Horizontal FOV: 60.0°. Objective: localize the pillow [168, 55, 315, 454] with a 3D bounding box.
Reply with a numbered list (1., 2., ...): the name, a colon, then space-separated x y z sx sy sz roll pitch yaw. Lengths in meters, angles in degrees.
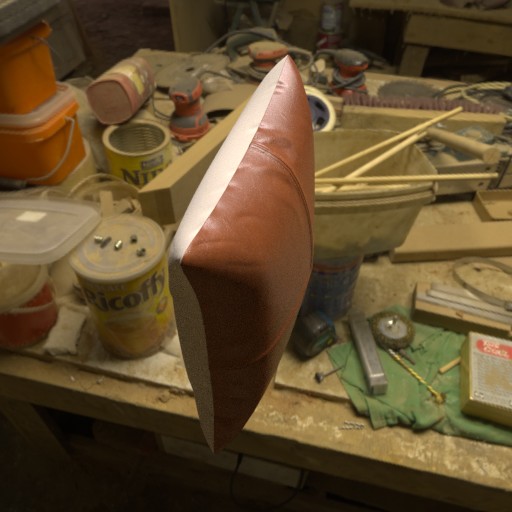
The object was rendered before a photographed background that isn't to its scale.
1. pillow: 0.000 0.000 0.747 0.192 0.477 0.501 10 47 10
